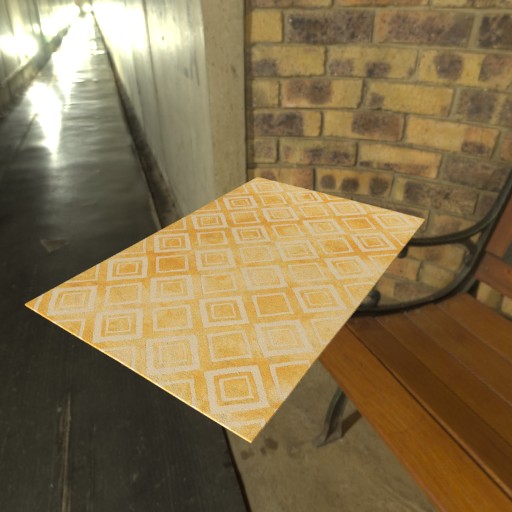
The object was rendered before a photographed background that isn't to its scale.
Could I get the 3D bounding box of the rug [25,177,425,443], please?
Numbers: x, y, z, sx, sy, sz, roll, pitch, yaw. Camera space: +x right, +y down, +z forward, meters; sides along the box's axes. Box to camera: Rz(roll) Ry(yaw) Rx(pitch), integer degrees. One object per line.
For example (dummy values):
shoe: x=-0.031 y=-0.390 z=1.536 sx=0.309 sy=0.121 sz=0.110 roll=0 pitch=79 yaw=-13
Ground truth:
rug: x=0.000 y=0.000 z=2.289 sx=1.213 sy=0.010 sz=1.829 roll=20 pitch=36 yaw=29
